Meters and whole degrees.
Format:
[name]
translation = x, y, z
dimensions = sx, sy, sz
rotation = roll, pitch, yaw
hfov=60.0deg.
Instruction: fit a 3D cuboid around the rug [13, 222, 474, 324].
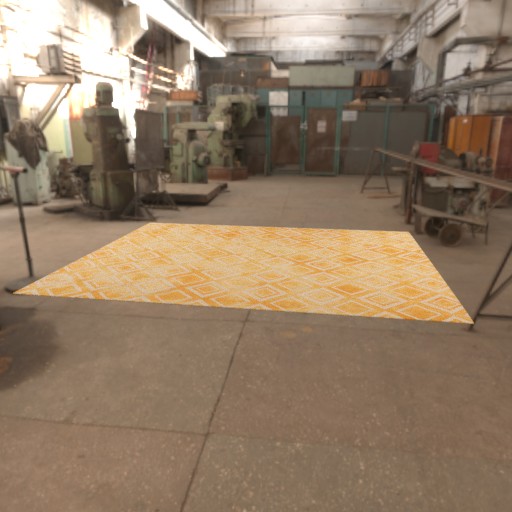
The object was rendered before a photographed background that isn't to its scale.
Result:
[rug]
translation = 0.000, 0.000, 4.009
dimensions = 3.037, 0.011, 2.433
rotation = 3, 16, 9
